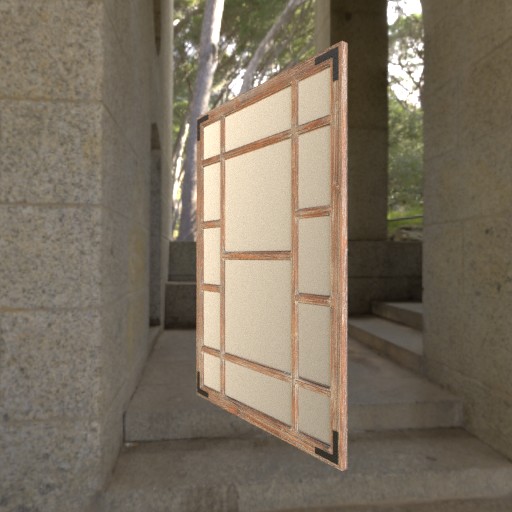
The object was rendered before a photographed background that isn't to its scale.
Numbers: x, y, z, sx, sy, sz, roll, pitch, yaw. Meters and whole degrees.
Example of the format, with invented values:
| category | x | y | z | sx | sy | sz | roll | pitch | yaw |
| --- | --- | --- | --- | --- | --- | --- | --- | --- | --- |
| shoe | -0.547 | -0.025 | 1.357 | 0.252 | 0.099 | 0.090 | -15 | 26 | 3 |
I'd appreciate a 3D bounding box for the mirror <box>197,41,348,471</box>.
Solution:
| category | x | y | z | sx | sy | sz | roll | pitch | yaw |
| --- | --- | --- | --- | --- | --- | --- | --- | --- | --- |
| mirror | 0.000 | 0.000 | 1.315 | 0.025 | 0.996 | 0.705 | 0 | 0 | -36 |
